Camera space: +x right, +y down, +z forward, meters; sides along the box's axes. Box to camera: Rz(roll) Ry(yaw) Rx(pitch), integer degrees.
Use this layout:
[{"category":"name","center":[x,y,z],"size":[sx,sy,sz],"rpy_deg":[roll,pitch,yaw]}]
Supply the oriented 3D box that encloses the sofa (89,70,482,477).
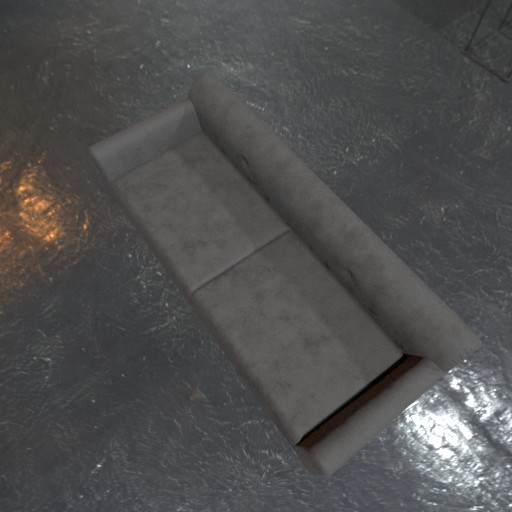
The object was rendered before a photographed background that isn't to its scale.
[{"category":"sofa","center":[0.000,0.000,2.537],"size":[0.900,0.740,2.190],"rpy_deg":[-33,67,-16]}]
